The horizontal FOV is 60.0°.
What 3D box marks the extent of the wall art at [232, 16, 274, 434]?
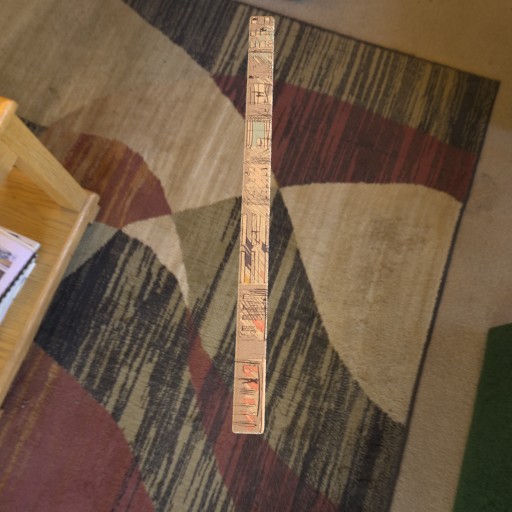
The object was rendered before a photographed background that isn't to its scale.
[{"bbox_3d":[0.000,0.000,0.899,0.038,0.608,0.607,2,74,0],"label":"wall art"}]
